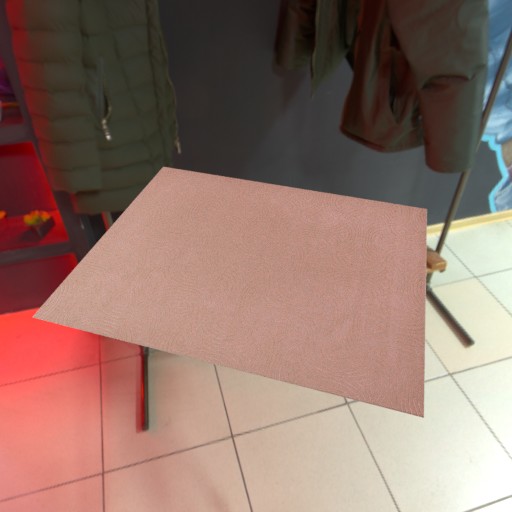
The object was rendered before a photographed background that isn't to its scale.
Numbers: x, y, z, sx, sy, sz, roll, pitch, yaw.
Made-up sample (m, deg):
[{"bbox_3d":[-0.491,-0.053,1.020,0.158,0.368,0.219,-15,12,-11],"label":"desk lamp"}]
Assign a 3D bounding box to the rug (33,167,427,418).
[{"bbox_3d":[0.000,0.000,3.502,2.584,0.011,2.073,11,43,12],"label":"rug"}]
